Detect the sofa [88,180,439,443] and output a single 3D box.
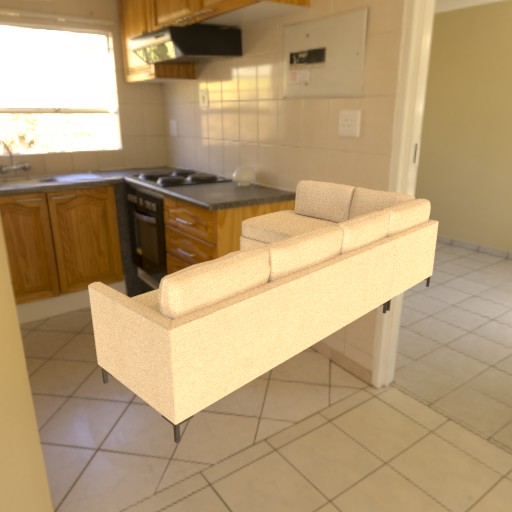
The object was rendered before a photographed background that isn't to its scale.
[{"bbox_3d":[0.000,0.000,4.184,2.048,0.996,3.384,17,24,42],"label":"sofa"}]
